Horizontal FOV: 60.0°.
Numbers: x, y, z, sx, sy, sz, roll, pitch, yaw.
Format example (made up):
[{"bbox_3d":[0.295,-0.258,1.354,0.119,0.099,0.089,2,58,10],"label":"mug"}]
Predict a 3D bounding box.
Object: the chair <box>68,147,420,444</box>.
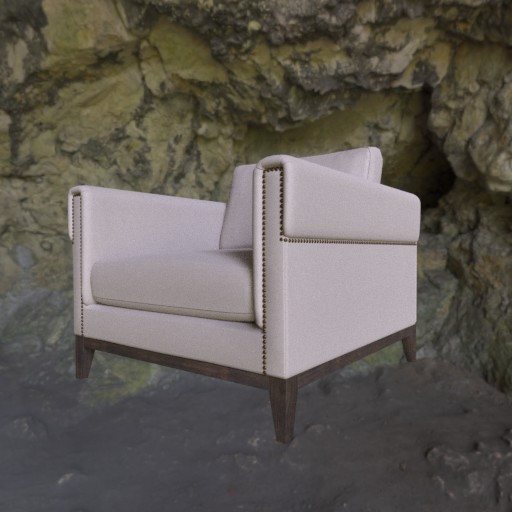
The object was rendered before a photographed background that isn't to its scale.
[{"bbox_3d":[0.000,0.000,1.630,0.914,0.838,0.959,1,1,37],"label":"chair"}]
